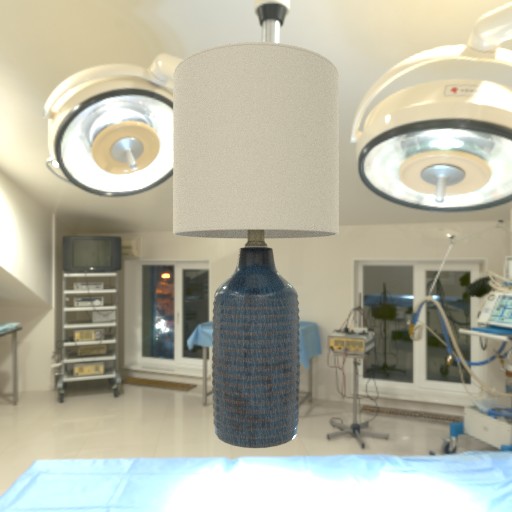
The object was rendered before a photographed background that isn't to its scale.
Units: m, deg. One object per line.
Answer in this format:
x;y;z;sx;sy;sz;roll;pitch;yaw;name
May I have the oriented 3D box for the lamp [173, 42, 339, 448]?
0.000;0.000;0.601;0.220;0.475;0.220;0;0;1;lamp
